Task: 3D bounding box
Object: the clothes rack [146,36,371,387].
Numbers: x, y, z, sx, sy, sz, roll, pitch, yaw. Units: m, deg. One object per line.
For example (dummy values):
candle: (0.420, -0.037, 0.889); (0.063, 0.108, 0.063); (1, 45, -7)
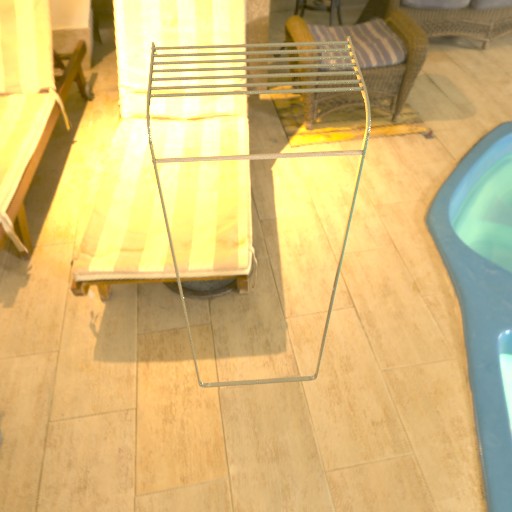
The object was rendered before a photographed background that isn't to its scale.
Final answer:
clothes rack: (0.000, 0.000, 1.809); (0.609, 1.574, 0.349); (-3, 48, -3)
